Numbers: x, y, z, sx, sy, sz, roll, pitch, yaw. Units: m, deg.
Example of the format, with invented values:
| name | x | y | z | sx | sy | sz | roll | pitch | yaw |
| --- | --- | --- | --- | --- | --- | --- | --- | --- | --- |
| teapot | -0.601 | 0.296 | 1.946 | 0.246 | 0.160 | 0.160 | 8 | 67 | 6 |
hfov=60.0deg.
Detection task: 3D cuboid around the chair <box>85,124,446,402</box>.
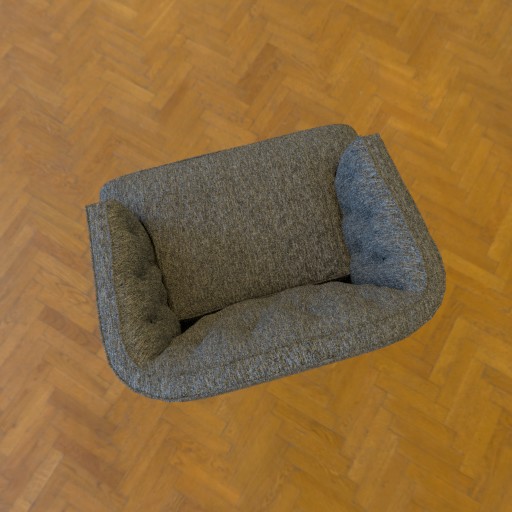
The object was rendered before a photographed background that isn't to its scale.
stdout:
| name | x | y | z | sx | sy | sz | roll | pitch | yaw |
| --- | --- | --- | --- | --- | --- | --- | --- | --- | --- |
| chair | 0.000 | 0.000 | 1.745 | 1.104 | 0.852 | 0.941 | -15 | 75 | -4 |
